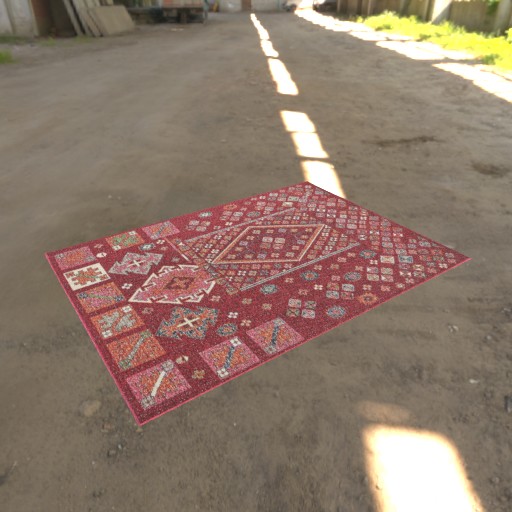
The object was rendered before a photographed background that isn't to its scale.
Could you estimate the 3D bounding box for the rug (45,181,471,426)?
[{"bbox_3d":[0.000,0.000,4.234,3.306,0.011,2.389,-20,36,-29],"label":"rug"}]
